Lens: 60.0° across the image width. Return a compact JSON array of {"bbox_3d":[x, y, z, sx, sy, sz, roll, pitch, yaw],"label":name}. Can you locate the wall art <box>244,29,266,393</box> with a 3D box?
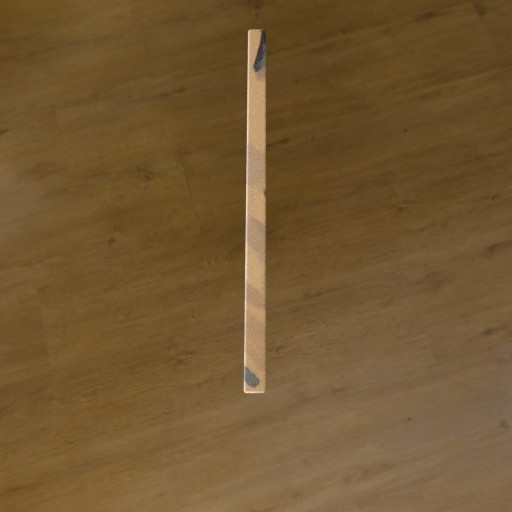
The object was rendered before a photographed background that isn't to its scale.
[{"bbox_3d":[0.000,0.000,1.363,0.038,1.015,0.761,0,75,0],"label":"wall art"}]
